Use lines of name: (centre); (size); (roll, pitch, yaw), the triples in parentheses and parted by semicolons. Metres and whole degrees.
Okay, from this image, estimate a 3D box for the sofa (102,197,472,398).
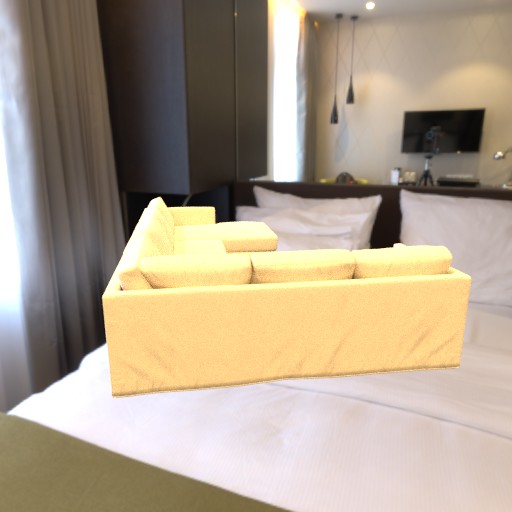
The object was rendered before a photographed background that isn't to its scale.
sofa: (0.000, 0.000, 4.520); (2.427, 0.882, 3.460); (-2, 15, -9)
